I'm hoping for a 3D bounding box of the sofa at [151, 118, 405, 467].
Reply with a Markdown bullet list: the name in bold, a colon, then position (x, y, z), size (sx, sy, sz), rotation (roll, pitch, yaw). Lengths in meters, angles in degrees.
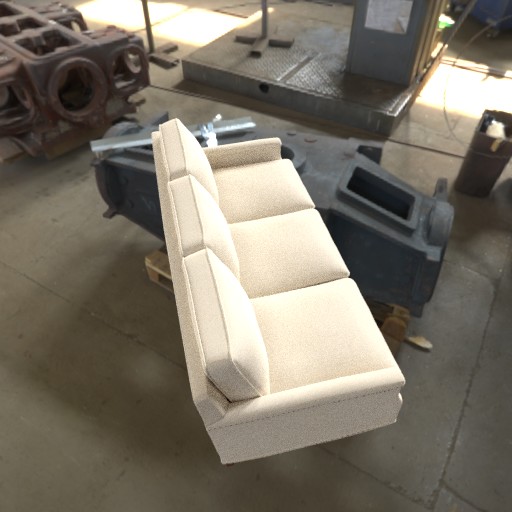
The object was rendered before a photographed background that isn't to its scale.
- **sofa**: position (0.000, 0.000, 2.882), size (1.084, 1.003, 2.246), rotation (-10, 47, -10)
